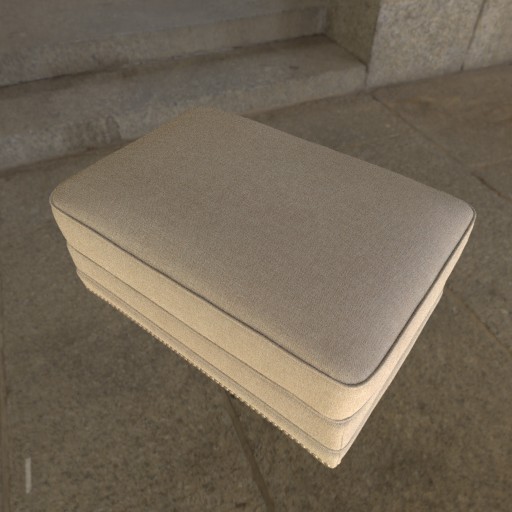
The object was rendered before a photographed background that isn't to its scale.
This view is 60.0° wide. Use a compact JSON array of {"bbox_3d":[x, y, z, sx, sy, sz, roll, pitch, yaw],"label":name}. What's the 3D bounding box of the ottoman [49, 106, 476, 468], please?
[{"bbox_3d":[0.000,0.000,1.083,0.813,0.458,0.559,29,53,25],"label":"ottoman"}]
